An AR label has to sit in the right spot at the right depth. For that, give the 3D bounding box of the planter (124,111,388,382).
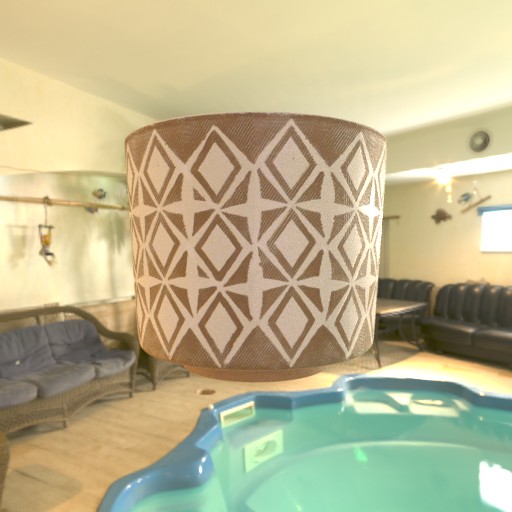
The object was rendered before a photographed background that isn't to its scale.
[{"bbox_3d":[0.000,0.000,0.459,0.260,0.220,0.260,0,1,0],"label":"planter"}]
